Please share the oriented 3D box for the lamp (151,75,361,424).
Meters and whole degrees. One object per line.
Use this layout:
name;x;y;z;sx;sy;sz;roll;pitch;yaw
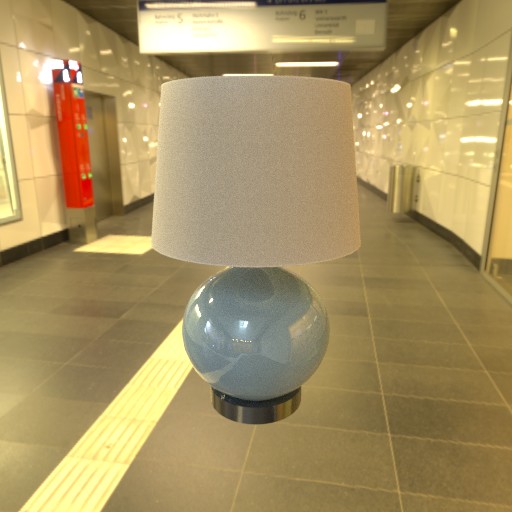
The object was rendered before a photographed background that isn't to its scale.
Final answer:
lamp;0.000;0.000;0.540;0.247;0.387;0.247;0;15;0
